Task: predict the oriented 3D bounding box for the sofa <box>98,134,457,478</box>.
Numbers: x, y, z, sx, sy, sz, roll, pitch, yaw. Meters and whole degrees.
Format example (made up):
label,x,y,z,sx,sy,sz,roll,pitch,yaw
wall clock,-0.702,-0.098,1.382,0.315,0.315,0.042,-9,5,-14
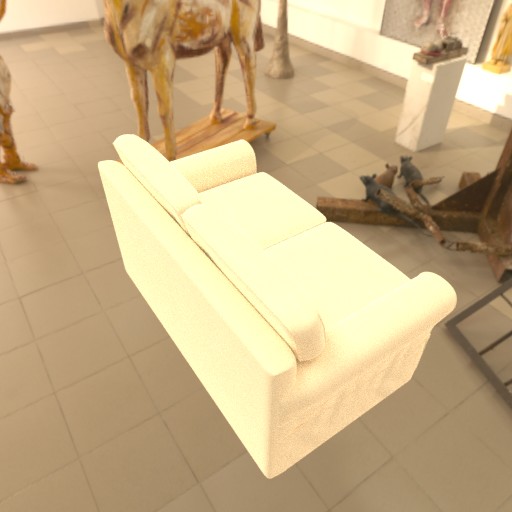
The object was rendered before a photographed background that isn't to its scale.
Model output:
label,x,y,z,sx,sy,sz,roll,pitch,yaw
sofa,0.000,0.000,2.322,0.991,0.940,1.727,-24,47,-25
